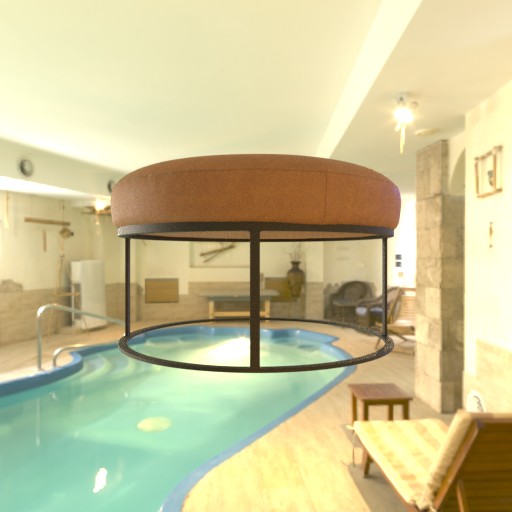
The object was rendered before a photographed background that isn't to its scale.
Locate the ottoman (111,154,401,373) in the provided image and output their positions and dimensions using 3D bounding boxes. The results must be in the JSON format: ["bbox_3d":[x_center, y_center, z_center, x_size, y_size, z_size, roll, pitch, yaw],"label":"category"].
[{"bbox_3d":[0.000,0.000,1.236,0.771,0.460,0.771,0,0,0],"label":"ottoman"}]
